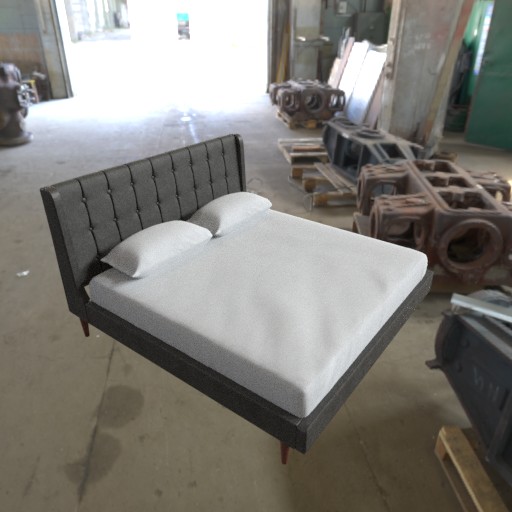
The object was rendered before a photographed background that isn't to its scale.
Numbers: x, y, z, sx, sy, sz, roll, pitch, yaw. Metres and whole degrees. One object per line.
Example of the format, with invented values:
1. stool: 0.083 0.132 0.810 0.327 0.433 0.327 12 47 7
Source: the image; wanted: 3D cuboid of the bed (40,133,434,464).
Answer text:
1. bed: 0.000 0.000 3.201 2.031 1.158 1.903 20 34 32
